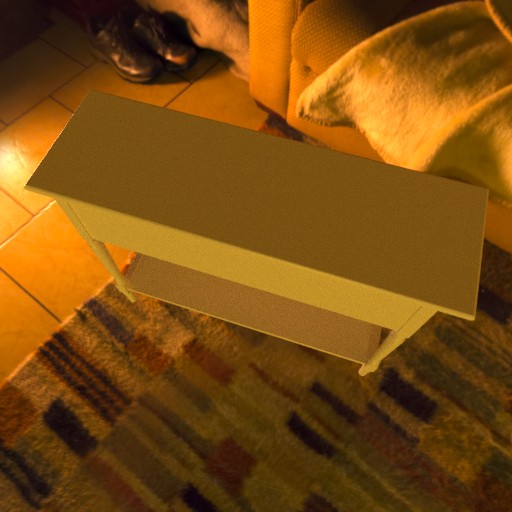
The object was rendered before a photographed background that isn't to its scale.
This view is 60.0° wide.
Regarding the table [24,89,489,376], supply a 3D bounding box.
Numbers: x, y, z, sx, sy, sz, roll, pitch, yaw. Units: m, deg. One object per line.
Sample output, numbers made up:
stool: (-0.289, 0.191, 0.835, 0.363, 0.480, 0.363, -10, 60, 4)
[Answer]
table: (0.000, 0.000, 1.546, 1.191, 0.814, 0.386, 16, 64, 8)
